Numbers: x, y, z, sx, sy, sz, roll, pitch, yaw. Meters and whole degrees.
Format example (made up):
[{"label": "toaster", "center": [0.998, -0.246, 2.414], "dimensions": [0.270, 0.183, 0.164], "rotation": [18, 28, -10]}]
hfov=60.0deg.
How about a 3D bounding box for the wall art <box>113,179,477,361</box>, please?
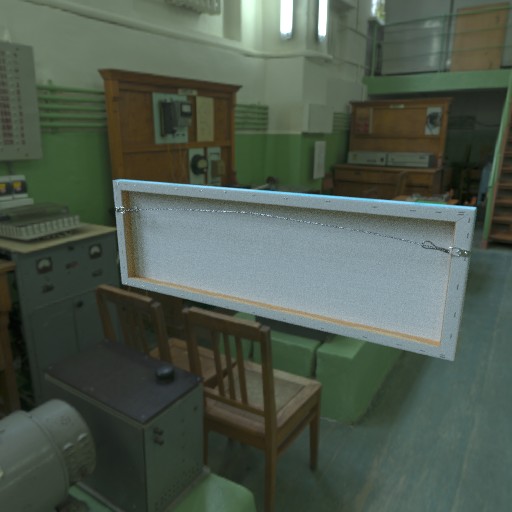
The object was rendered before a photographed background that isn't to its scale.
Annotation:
[{"label": "wall art", "center": [0.000, 0.000, 0.875], "dimensions": [0.759, 0.254, 0.044], "rotation": [9, 19, 29]}]
